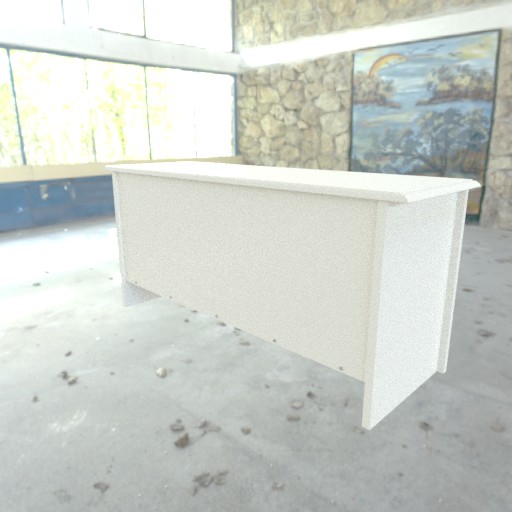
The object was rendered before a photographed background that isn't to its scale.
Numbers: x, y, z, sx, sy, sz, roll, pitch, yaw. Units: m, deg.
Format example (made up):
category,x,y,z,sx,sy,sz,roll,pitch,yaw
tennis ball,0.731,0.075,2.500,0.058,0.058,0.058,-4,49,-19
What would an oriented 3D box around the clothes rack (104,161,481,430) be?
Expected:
category,x,y,z,sx,sy,sz,roll,pitch,yaw
clothes rack,0.000,0.000,1.476,1.218,0.558,0.405,14,21,42
